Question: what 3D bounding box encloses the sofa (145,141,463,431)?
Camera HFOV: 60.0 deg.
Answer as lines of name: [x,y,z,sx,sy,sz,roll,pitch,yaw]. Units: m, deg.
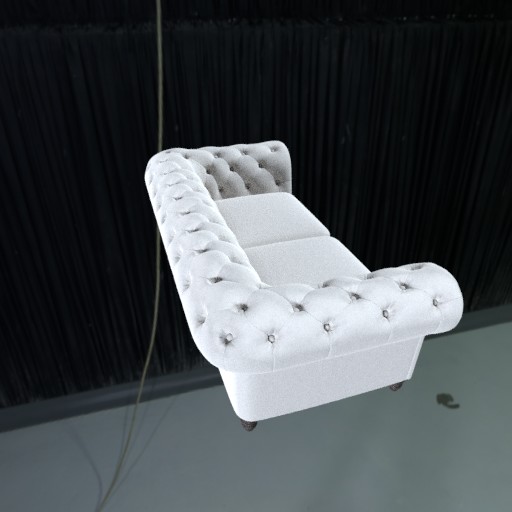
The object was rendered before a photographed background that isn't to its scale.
sofa: [0.000,0.000,2.426,0.986,0.764,1.998,-9,32,-15]
